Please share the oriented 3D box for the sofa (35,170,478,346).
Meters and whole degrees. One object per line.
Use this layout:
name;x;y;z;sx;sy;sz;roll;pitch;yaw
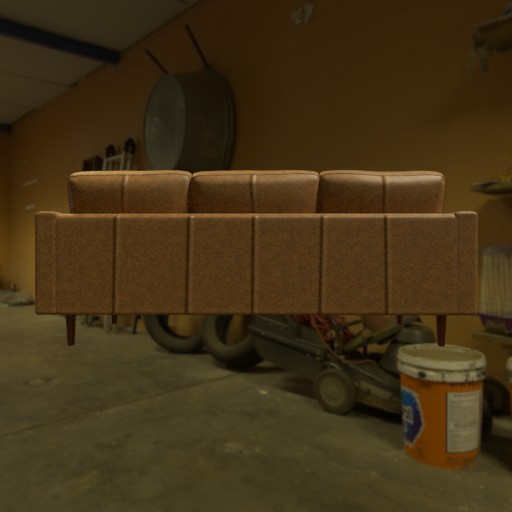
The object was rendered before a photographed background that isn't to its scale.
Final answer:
sofa;0.000;0.000;2.677;2.231;0.930;0.903;0;1;1
